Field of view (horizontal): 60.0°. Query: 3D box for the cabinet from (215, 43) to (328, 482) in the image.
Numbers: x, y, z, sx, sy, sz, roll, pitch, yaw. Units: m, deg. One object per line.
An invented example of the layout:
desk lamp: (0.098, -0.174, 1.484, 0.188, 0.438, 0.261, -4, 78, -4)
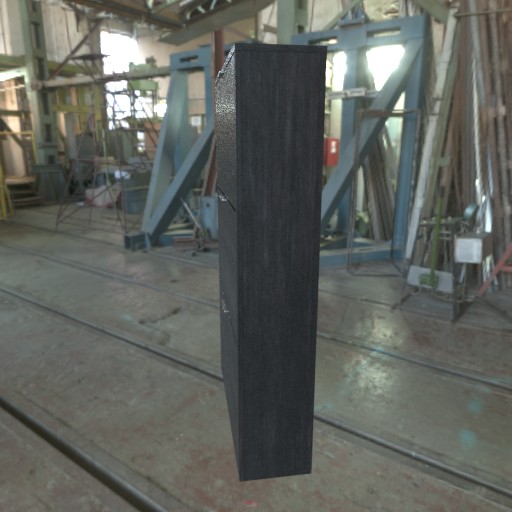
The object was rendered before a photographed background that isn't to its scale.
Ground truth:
cabinet: (0.000, 0.000, 1.620, 0.250, 1.280, 0.750, -2, 15, -9)
